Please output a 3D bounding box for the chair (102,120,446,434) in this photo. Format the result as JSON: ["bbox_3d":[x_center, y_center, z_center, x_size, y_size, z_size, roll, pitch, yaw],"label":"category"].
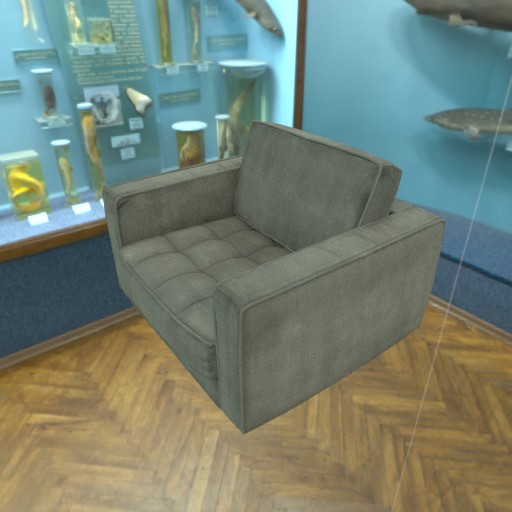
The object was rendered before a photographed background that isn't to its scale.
[{"bbox_3d":[0.000,0.000,1.563,0.843,0.773,0.928,-21,36,-31],"label":"chair"}]
